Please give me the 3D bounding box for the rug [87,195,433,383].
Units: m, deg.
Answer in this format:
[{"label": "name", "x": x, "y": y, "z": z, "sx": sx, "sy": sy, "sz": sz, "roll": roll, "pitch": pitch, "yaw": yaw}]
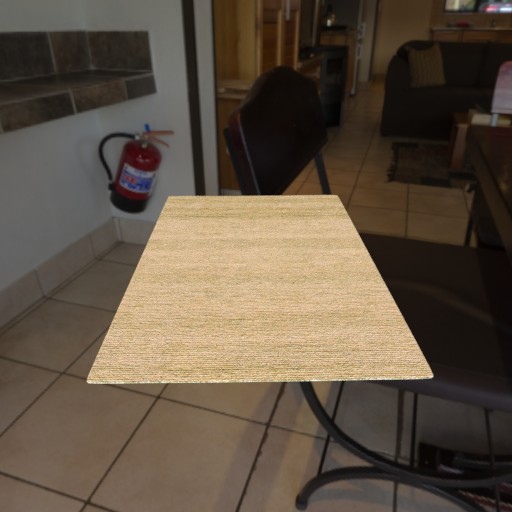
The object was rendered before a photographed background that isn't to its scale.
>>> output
[{"label": "rug", "x": 0.000, "y": 0.000, "z": 2.219, "sx": 1.143, "sy": 0.010, "sz": 1.758, "roll": -1, "pitch": 28, "yaw": -1}]
